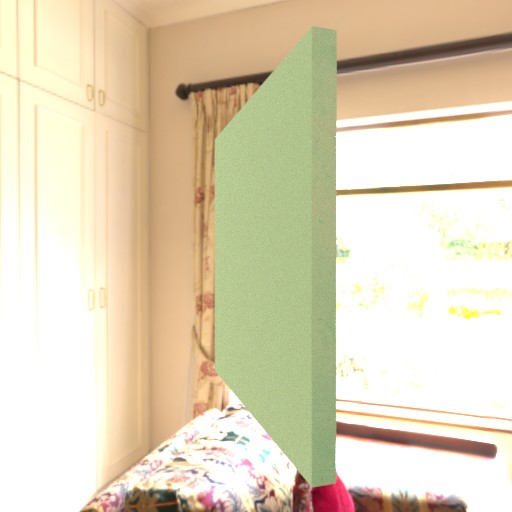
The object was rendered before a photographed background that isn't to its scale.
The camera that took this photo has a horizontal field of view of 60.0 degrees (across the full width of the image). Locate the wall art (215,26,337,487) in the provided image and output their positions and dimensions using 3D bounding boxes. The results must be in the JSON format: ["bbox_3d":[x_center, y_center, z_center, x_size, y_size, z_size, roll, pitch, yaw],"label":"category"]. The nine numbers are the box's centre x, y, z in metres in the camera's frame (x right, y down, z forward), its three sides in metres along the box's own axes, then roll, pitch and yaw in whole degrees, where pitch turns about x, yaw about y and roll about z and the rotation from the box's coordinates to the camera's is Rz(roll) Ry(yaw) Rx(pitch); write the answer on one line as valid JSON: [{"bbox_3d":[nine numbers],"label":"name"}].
[{"bbox_3d":[0.000,0.000,0.871,0.036,0.603,0.603,0,0,-17],"label":"wall art"}]
